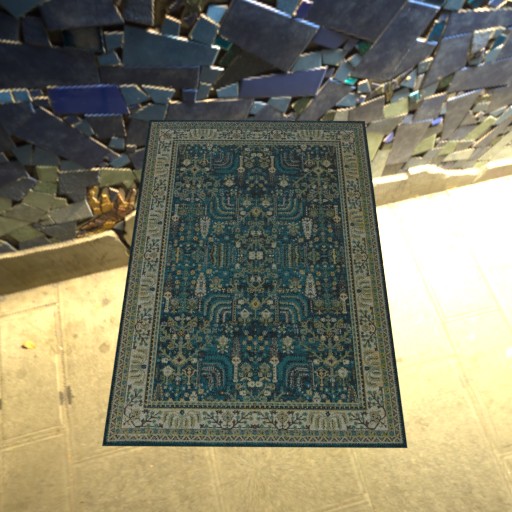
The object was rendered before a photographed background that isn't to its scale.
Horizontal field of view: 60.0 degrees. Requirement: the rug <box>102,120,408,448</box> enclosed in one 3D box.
[{"bbox_3d":[0.000,0.000,2.793,1.594,0.013,2.213,0,64,0],"label":"rug"}]
